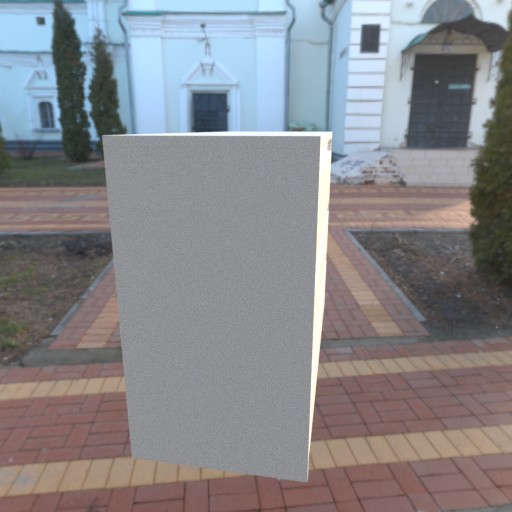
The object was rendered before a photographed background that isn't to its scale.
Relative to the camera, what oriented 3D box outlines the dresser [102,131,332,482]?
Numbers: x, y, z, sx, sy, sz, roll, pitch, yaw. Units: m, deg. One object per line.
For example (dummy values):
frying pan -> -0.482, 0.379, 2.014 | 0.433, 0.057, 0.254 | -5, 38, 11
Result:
dresser -> 0.000, 0.000, 1.533 | 0.460, 0.820, 1.100 | 3, 16, 10
